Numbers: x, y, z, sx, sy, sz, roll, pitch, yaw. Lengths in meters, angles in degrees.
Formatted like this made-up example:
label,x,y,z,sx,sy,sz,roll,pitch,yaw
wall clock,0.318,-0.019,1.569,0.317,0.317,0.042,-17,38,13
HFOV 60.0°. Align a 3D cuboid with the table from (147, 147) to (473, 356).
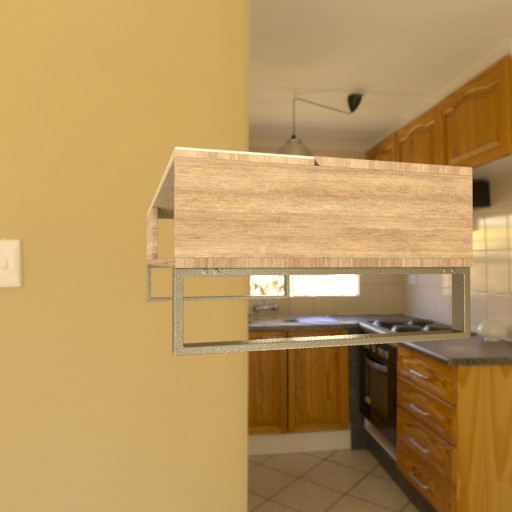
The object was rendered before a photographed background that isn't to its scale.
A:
label,x,y,z,sx,sy,sz,roll,pitch,yaw
table,0.000,0.000,1.347,0.600,0.350,1.100,0,-1,-16
